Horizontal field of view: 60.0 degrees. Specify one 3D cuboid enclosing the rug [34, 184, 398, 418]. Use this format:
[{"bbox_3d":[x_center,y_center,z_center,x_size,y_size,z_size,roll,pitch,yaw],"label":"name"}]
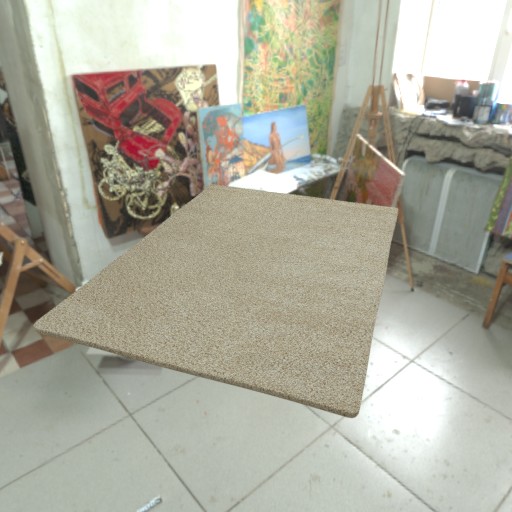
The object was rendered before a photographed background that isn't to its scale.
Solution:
[{"bbox_3d":[0.000,0.000,2.114,1.199,0.025,1.600,10,31,17],"label":"rug"}]
